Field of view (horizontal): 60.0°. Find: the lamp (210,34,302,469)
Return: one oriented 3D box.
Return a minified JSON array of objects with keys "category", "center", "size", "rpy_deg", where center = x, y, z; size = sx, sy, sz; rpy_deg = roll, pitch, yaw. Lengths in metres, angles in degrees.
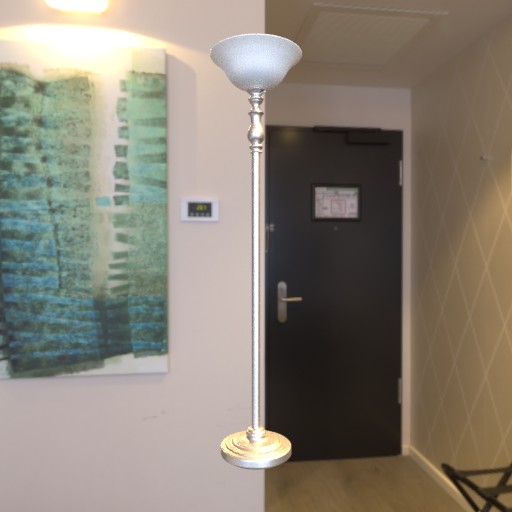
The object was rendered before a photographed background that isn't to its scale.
[{"category":"lamp","center":[0.000,0.000,1.971],"size":[0.405,1.771,0.405],"rpy_deg":[0,1,-38]}]
